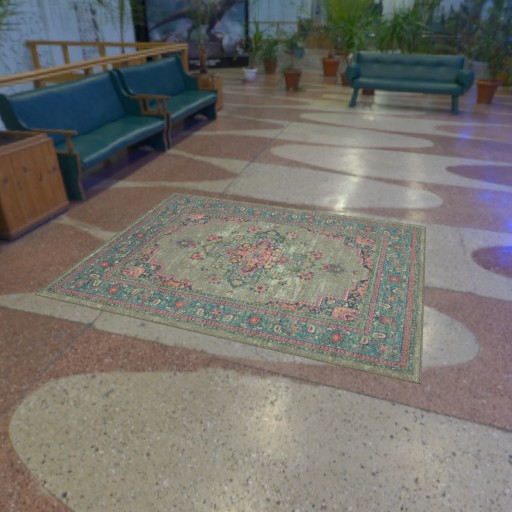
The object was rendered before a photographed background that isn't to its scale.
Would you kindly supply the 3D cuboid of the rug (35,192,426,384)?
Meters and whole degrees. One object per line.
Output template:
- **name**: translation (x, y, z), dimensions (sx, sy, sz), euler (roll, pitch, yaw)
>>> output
- **rug**: translation (0.000, 0.000, 4.238), dimensions (3.057, 0.013, 2.434), euler (10, 31, 17)
